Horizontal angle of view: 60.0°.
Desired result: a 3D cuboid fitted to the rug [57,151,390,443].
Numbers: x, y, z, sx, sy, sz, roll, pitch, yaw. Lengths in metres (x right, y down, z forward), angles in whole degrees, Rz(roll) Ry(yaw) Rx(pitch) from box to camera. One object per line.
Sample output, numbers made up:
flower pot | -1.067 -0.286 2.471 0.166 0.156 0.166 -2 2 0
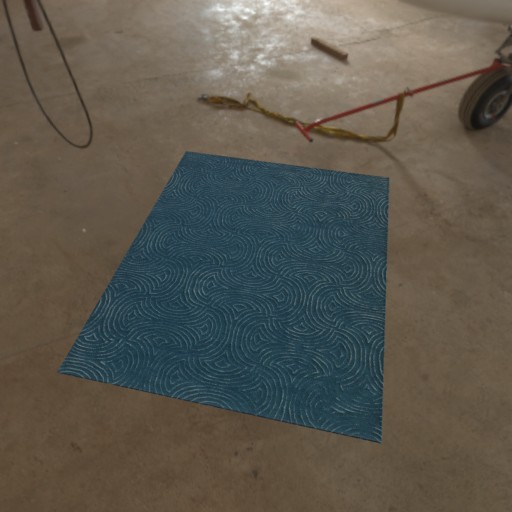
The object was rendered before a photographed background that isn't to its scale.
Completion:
rug | 0.000 0.000 4.209 2.432 0.012 3.033 9 48 9
